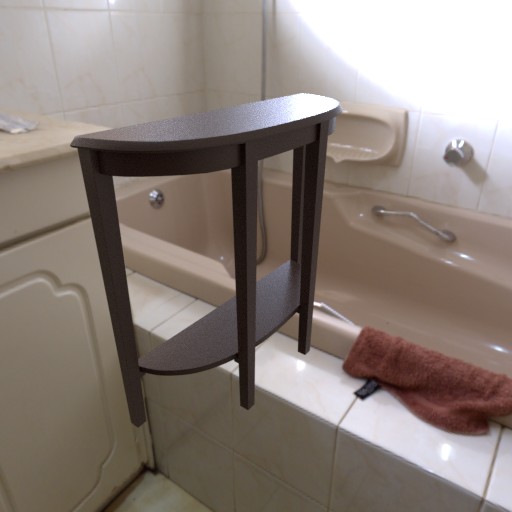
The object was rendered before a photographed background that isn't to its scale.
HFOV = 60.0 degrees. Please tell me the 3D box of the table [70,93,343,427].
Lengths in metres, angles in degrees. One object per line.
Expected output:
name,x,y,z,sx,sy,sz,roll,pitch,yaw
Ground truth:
table,0.000,0.000,1.347,0.274,0.831,0.909,19,33,33
